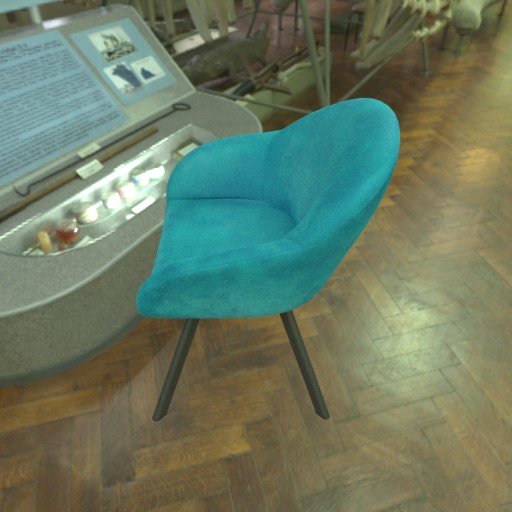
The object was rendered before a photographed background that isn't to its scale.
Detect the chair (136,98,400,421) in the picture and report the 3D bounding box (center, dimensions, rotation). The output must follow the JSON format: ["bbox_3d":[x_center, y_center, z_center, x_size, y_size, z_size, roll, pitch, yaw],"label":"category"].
[{"bbox_3d":[0.000,0.000,1.177,0.590,0.795,0.550,0,40,0],"label":"chair"}]
